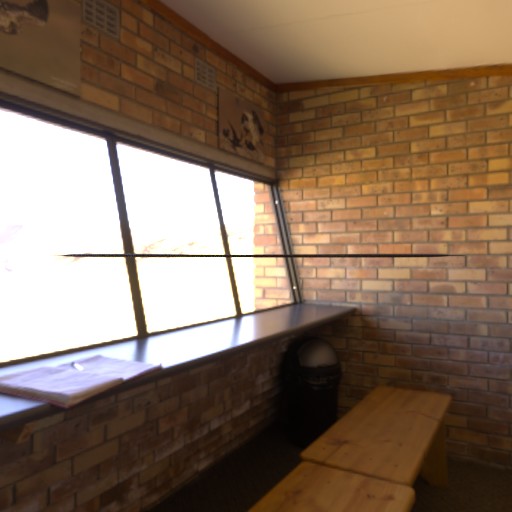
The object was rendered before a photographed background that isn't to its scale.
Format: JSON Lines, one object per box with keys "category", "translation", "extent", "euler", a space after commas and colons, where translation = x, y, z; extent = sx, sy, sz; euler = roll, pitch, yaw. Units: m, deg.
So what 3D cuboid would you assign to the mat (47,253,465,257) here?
{"category": "mat", "translation": [0.000, 0.000, 1.886], "extent": [1.524, 0.013, 0.913], "euler": [0, 0, -1]}
